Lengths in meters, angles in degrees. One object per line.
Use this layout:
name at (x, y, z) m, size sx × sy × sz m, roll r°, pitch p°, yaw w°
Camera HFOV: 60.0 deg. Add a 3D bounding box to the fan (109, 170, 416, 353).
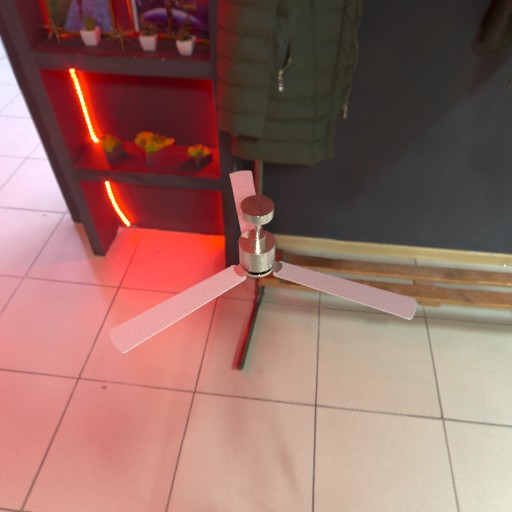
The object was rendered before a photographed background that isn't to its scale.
fan at (0.000, 0.000, 2.315) m, size 1.561 × 0.446 × 1.531 m, roll 31°, pitch 54°, yaw 26°
